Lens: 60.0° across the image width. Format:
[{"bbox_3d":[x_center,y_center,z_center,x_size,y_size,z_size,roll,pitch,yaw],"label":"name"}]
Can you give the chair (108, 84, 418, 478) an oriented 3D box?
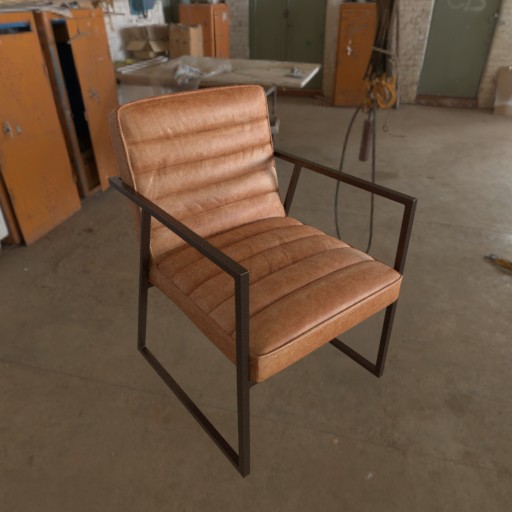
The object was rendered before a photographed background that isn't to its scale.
[{"bbox_3d":[0.000,0.000,1.280,0.571,0.832,0.677,-22,37,-32],"label":"chair"}]
